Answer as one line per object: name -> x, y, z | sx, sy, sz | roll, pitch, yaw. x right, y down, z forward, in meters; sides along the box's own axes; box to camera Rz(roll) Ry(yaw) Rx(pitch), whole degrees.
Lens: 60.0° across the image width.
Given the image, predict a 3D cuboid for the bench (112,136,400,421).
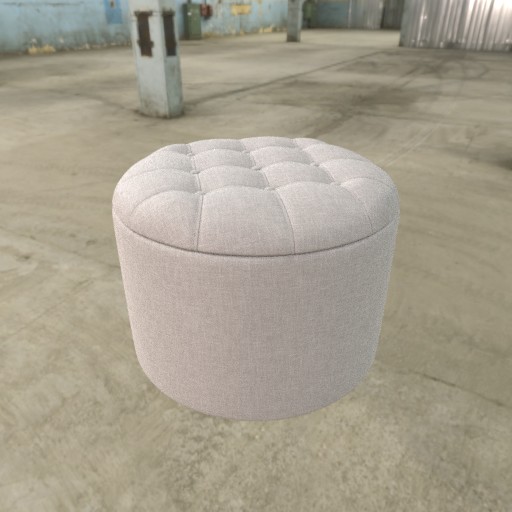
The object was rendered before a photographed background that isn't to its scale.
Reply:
bench -> 0.000, 0.000, 1.028 | 0.600, 0.453, 0.600 | 0, 29, 0
